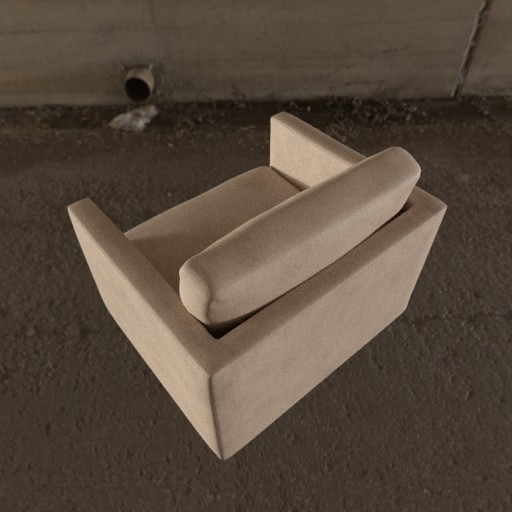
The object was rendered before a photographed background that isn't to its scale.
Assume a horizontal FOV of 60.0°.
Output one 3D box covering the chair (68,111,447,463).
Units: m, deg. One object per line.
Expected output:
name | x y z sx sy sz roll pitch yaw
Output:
chair | 0.000 0.000 1.855 1.133 0.961 0.959 -31 54 -26
